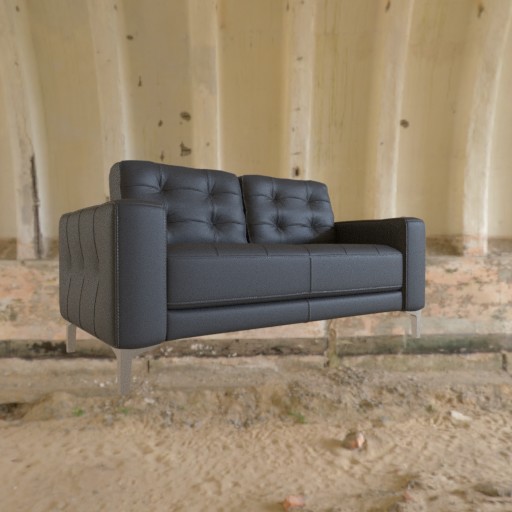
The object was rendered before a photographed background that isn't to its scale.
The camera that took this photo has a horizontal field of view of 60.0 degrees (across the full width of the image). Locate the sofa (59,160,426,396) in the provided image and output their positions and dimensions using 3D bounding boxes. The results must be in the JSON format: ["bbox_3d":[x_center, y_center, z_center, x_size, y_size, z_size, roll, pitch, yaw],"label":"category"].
[{"bbox_3d":[0.000,0.000,2.242,1.726,0.893,0.833,-1,1,-35],"label":"sofa"}]
